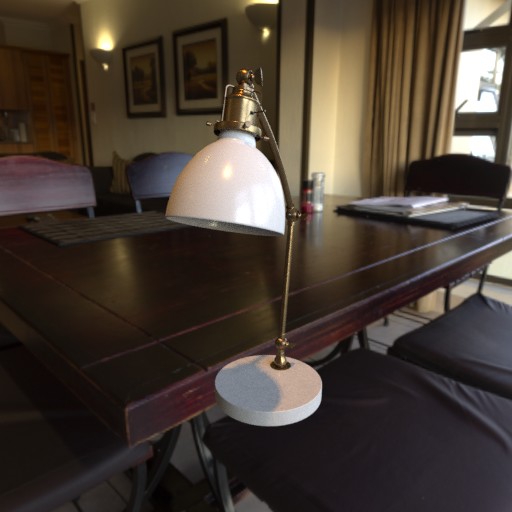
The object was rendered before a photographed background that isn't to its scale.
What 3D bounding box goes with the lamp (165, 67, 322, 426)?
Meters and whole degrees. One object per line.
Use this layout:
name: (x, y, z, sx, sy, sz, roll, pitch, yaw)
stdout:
lamp: (0.000, 0.000, 0.670, 0.186, 0.522, 0.317, 7, 17, 26)
